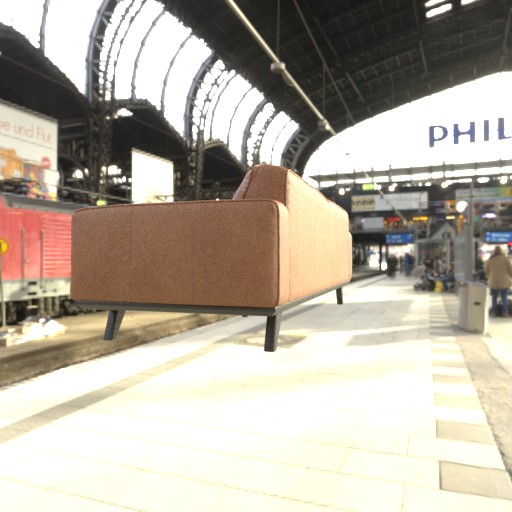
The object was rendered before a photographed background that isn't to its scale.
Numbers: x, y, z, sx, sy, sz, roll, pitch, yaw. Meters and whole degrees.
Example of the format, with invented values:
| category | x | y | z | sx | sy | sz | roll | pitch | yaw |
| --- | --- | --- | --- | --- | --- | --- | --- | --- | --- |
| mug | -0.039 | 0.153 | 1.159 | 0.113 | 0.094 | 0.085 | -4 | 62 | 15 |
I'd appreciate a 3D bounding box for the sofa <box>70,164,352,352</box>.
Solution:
| category | x | y | z | sx | sy | sz | roll | pitch | yaw |
| --- | --- | --- | --- | --- | --- | --- | --- | --- | --- |
| sofa | 0.000 | 0.000 | 2.825 | 0.953 | 0.780 | 2.270 | 0 | 0 | 19 |
